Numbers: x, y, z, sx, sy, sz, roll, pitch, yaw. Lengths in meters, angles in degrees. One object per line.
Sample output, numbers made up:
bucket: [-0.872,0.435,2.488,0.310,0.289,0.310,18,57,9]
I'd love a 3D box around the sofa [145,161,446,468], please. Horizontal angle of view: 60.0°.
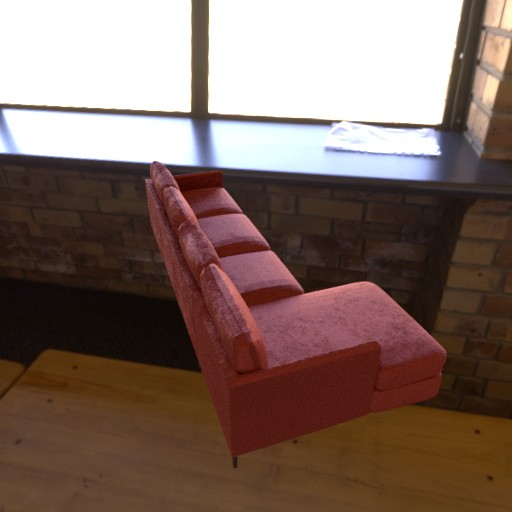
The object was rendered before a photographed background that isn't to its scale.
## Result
sofa: [0.000,0.000,4.068,1.500,0.967,3.400,-10,32,-17]
